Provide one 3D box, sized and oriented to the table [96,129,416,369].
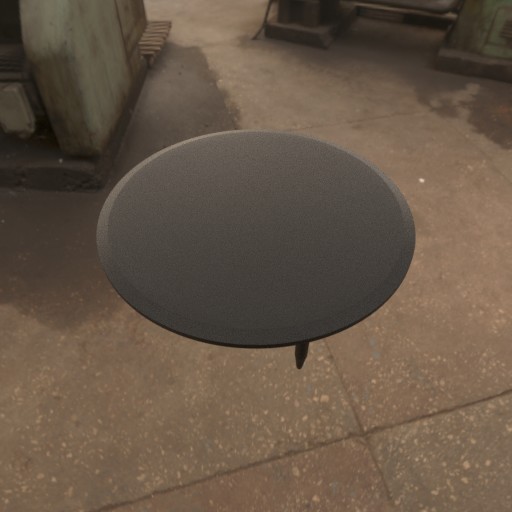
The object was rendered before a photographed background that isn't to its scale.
[{"bbox_3d":[0.000,0.000,1.424,0.900,0.400,0.900,0,47,0],"label":"table"}]
